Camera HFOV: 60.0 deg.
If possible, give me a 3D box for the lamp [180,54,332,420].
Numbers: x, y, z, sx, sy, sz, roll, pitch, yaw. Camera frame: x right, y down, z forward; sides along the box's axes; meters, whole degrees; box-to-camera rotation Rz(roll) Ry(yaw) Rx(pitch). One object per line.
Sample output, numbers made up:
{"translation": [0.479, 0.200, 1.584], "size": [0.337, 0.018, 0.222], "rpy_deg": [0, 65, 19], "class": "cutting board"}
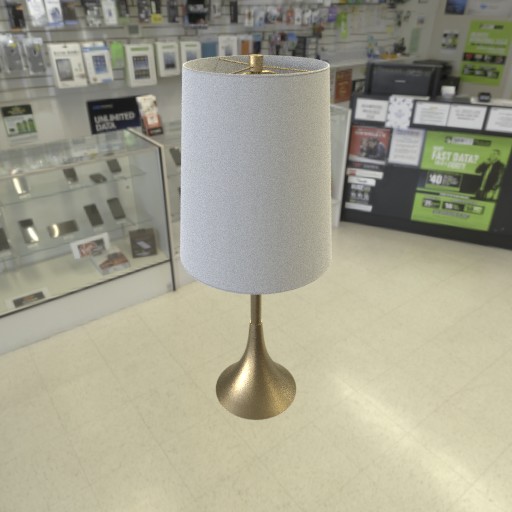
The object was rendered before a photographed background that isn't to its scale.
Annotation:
{"translation": [0.000, 0.000, 0.686], "size": [0.231, 0.569, 0.231], "rpy_deg": [0, 30, 0], "class": "lamp"}
